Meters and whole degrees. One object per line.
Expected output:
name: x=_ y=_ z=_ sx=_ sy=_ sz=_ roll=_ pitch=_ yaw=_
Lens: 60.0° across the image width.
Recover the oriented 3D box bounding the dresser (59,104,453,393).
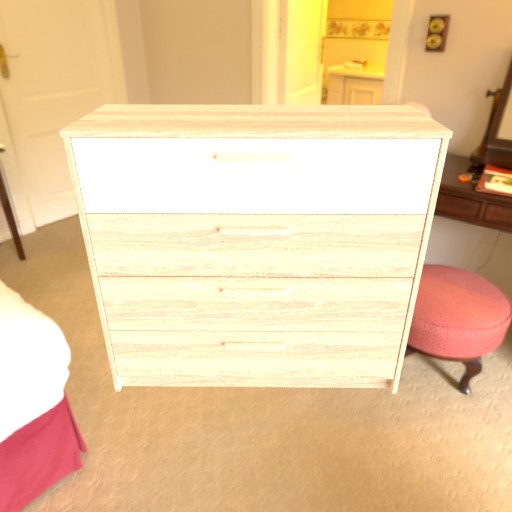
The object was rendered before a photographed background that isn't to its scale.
dresser: x=0.000 y=0.000 z=1.473 sx=0.980 sy=0.900 sz=0.380 roll=0 pitch=29 yaw=1
